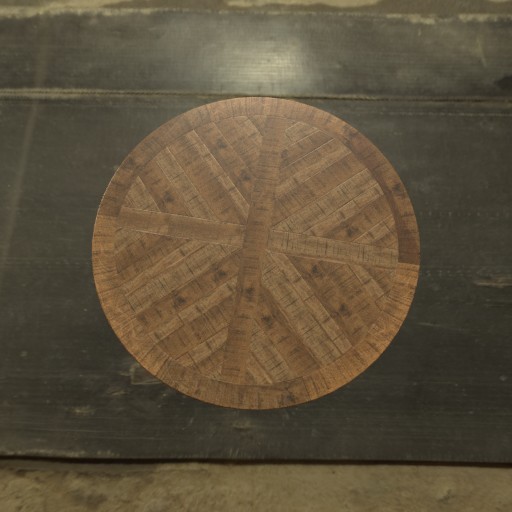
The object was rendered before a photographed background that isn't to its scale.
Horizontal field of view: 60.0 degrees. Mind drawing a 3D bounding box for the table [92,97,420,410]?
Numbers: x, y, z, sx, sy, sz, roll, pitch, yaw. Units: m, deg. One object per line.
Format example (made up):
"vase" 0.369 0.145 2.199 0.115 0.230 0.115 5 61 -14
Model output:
"table" 0.000 0.000 1.960 1.264 0.516 1.264 0 74 0
